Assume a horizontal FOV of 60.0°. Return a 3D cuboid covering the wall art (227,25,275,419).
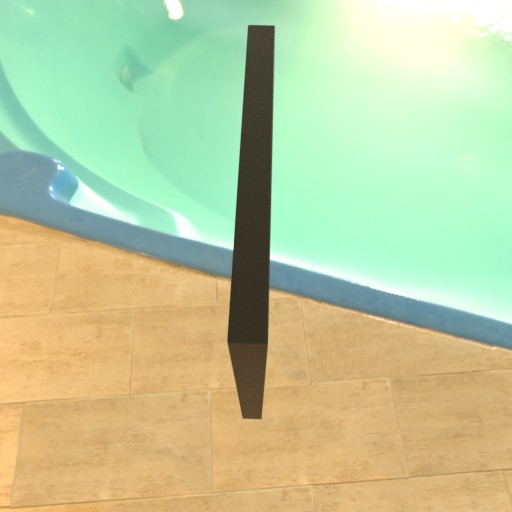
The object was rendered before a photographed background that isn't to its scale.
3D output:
[{"bbox_3d":[0.000,0.000,0.541,0.028,0.381,0.328,2,63,1],"label":"wall art"}]
